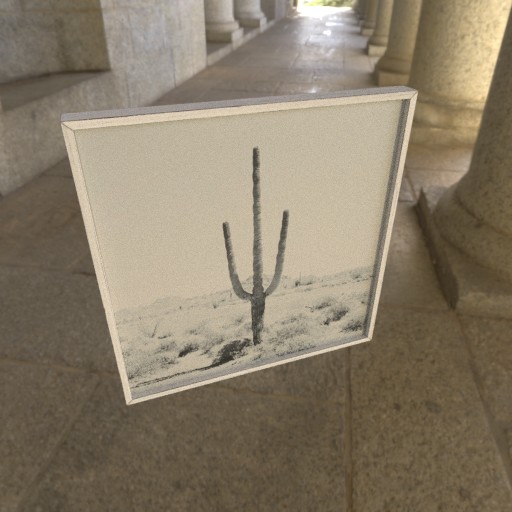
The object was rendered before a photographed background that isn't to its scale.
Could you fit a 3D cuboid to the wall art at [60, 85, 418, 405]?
[{"bbox_3d":[0.000,0.000,0.750,0.508,0.508,0.038,-11,34,-16],"label":"wall art"}]
